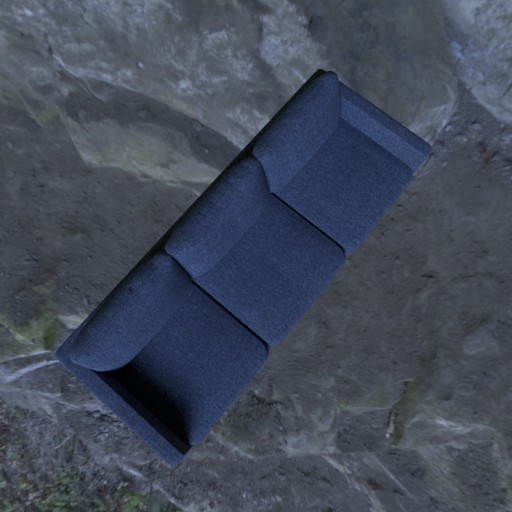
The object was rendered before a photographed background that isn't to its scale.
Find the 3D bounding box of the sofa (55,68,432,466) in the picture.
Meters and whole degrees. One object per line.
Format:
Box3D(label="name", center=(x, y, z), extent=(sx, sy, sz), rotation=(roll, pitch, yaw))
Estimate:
Box3D(label="sofa", center=(0.000, 0.000, 2.605), extent=(0.859, 0.874, 2.218), rotation=(39, 79, 9))
